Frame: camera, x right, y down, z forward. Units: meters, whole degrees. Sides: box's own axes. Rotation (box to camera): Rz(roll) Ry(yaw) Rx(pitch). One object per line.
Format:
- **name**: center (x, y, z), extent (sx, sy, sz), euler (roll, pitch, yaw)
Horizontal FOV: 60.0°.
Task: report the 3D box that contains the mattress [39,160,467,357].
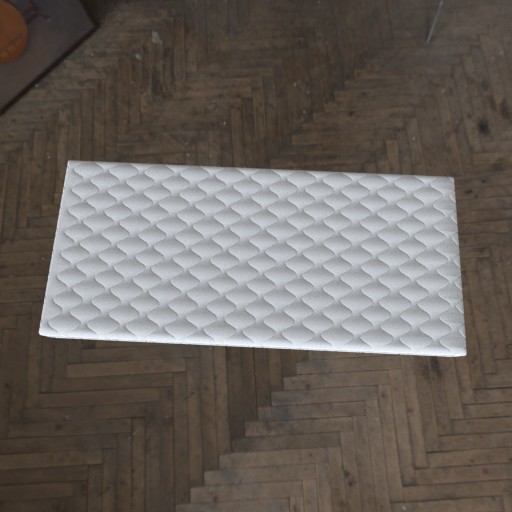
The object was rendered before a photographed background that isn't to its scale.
- **mattress**: center (0.000, 0.000, 2.240), extent (2.000, 0.200, 0.900), euler (3, 75, 1)
